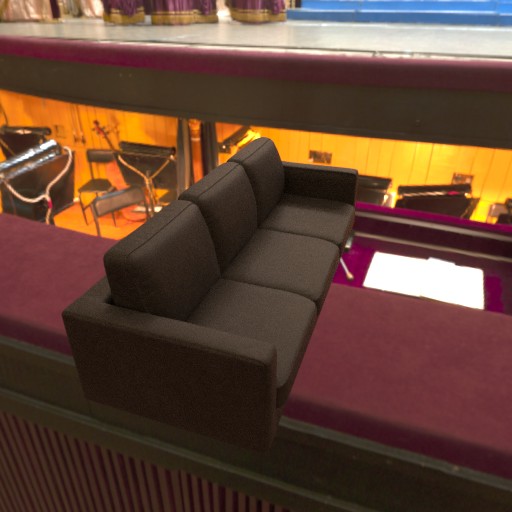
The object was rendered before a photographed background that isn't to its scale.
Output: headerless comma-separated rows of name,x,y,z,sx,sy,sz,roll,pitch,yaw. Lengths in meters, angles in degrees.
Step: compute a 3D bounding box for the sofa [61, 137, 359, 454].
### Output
sofa,0.000,0.000,2.513,0.879,0.899,2.029,10,32,17
